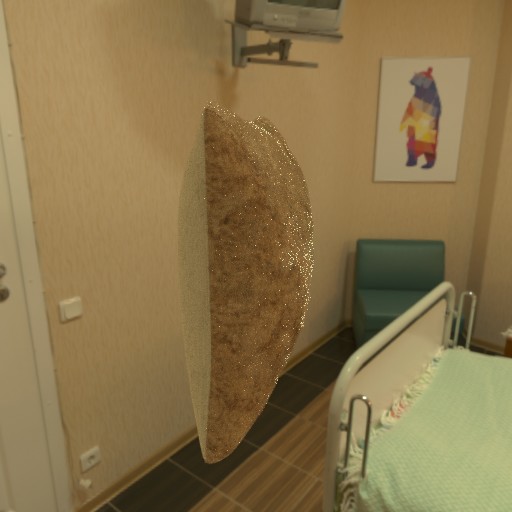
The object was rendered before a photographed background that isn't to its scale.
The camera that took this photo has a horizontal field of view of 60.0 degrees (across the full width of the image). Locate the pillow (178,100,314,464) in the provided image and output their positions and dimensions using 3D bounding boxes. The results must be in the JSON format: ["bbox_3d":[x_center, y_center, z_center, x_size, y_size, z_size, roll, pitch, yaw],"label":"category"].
[{"bbox_3d":[0.000,0.000,0.834,0.216,0.525,0.538,2,16,9],"label":"pillow"}]
